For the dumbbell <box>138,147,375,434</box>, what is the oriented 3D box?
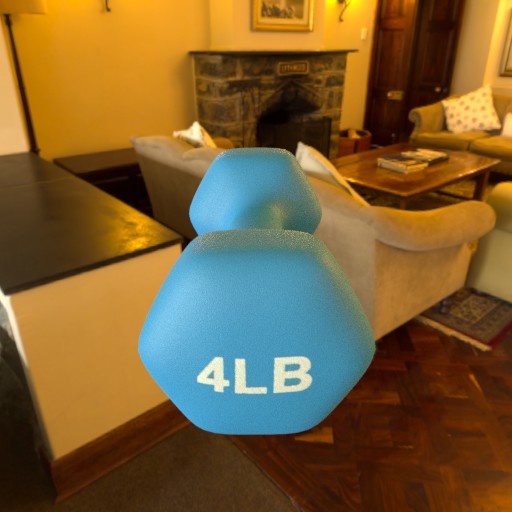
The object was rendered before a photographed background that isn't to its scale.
[{"bbox_3d":[0.000,0.000,0.192,0.074,0.066,0.152,0,26,0],"label":"dumbbell"}]
